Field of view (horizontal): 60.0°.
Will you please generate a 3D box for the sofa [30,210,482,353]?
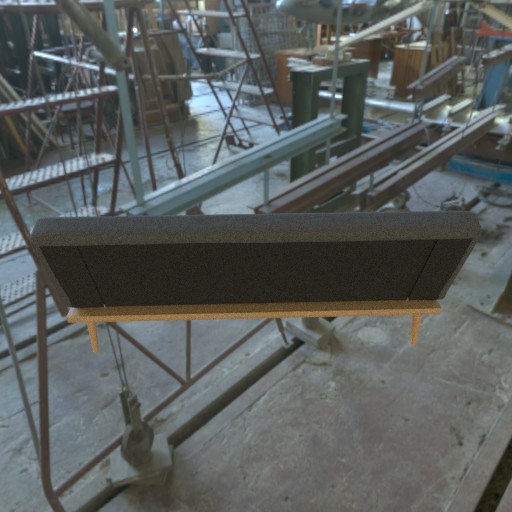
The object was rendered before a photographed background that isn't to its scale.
[{"bbox_3d":[0.000,0.000,2.253,1.820,0.770,0.820,-1,31,-2],"label":"sofa"}]
